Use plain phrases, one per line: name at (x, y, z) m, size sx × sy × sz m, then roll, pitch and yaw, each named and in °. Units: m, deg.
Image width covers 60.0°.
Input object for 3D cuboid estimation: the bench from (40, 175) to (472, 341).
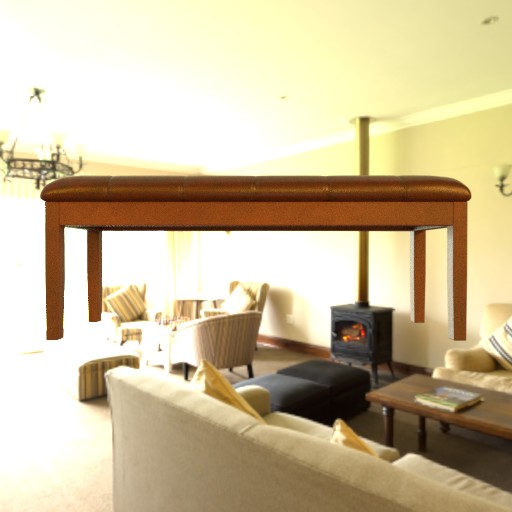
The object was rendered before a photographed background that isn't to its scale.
bench at (0.000, 0.000, 1.472) m, size 1.259 × 0.491 × 0.401 m, roll 0°, pitch 1°, yaw 0°
